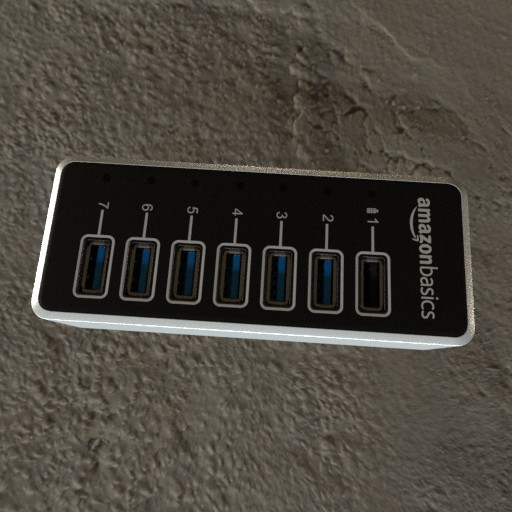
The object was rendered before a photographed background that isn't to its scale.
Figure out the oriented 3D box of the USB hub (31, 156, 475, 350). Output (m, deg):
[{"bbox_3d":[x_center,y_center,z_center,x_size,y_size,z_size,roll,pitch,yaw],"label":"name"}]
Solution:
[{"bbox_3d":[0.000,0.000,0.124,0.110,0.023,0.044,4,76,1],"label":"USB hub"}]
